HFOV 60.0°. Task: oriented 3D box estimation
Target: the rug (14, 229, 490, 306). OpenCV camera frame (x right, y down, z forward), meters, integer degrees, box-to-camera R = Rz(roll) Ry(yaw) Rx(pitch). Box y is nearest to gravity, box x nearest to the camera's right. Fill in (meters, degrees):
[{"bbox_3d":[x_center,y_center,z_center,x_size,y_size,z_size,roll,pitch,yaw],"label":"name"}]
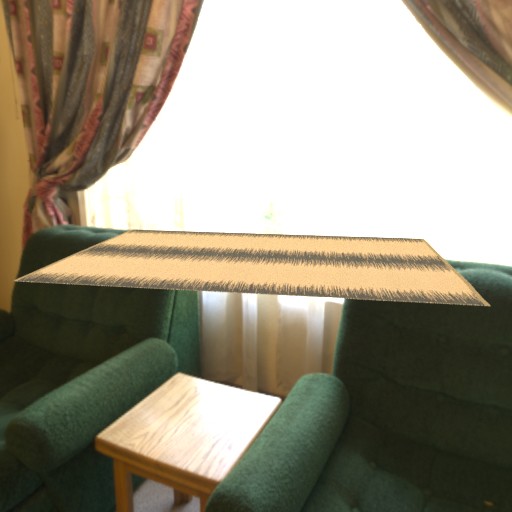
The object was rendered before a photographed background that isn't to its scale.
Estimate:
[{"bbox_3d":[0.000,0.000,2.960,2.453,0.003,1.519,2,14,9],"label":"rug"}]
